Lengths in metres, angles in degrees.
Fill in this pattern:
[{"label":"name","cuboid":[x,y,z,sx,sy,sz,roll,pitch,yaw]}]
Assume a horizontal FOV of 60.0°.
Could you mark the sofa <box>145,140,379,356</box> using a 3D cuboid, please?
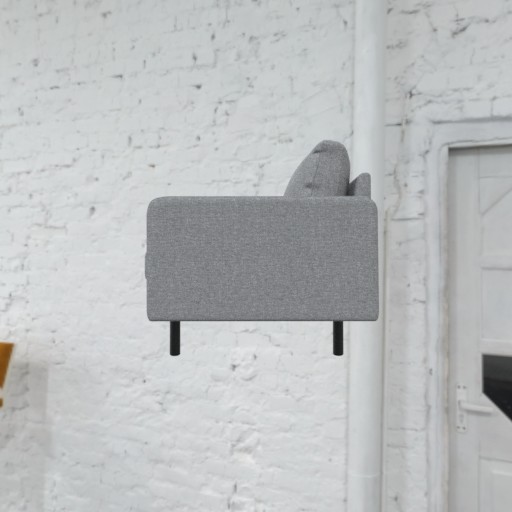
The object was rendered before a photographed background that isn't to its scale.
[{"label":"sofa","cuboid":[0.000,0.000,2.685,0.880,0.880,2.200,0,-1,0]}]
